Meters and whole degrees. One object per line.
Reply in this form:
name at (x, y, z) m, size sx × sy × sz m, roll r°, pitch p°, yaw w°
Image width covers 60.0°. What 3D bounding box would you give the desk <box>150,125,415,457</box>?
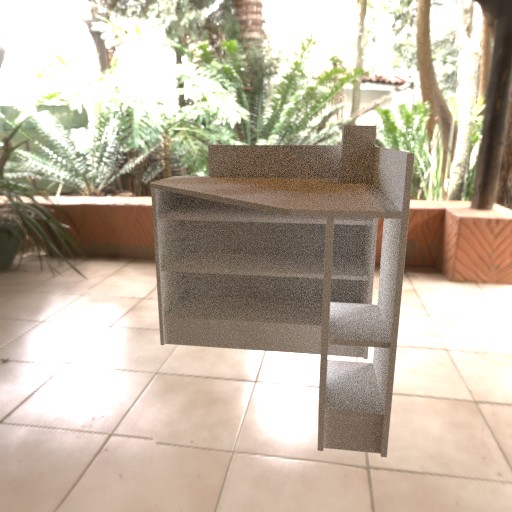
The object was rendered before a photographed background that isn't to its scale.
desk at (0.000, 0.000, 1.729) m, size 0.940 × 0.986 × 0.940 m, roll 2°, pitch 15°, yaw 8°
